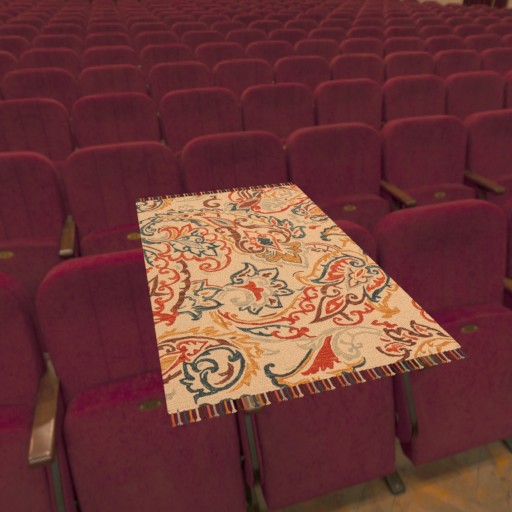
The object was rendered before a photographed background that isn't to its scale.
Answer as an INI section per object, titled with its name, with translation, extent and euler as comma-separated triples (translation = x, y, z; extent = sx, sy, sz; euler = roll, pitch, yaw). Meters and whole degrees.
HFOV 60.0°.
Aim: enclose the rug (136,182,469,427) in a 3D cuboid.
[rug]
translation = 0.000, 0.000, 3.144
extent = 1.523, 0.010, 2.584
euler = -8, 31, -14
